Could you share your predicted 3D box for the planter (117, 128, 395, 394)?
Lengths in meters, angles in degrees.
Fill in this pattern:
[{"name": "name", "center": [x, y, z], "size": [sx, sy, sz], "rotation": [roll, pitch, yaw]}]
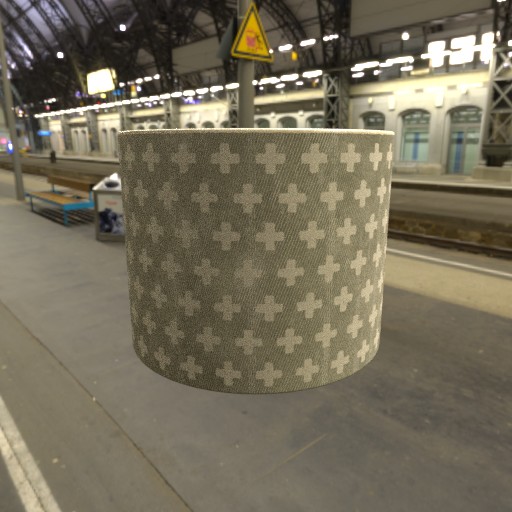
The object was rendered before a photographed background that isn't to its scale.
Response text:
[{"name": "planter", "center": [0.000, 0.000, 0.446], "size": [0.250, 0.239, 0.250], "rotation": [0, 14, 0]}]
